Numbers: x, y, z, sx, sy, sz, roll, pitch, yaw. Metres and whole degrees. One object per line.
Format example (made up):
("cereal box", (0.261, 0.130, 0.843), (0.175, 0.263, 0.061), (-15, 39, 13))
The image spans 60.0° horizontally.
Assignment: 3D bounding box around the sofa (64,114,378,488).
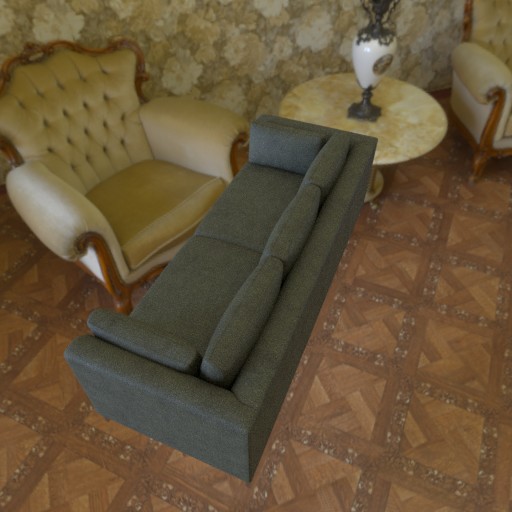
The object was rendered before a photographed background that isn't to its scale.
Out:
("sofa", (0.000, 0.000, 2.911), (0.969, 0.867, 2.415), (17, 49, 16))
